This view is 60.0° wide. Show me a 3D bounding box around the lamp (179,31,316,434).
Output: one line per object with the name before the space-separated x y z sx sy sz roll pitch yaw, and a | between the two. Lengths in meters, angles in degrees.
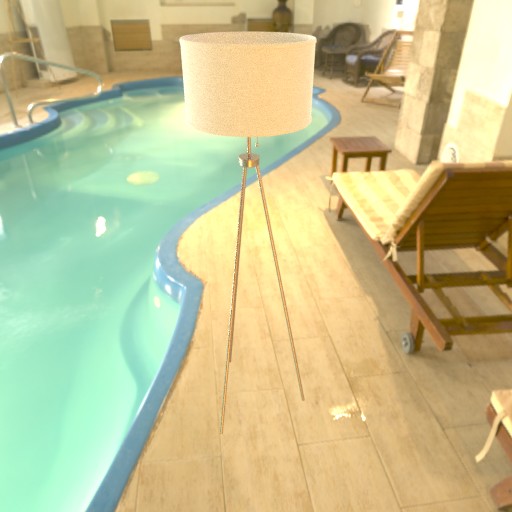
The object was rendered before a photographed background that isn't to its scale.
lamp | 0.000 0.000 1.737 0.458 1.545 0.448 -1 31 -2
